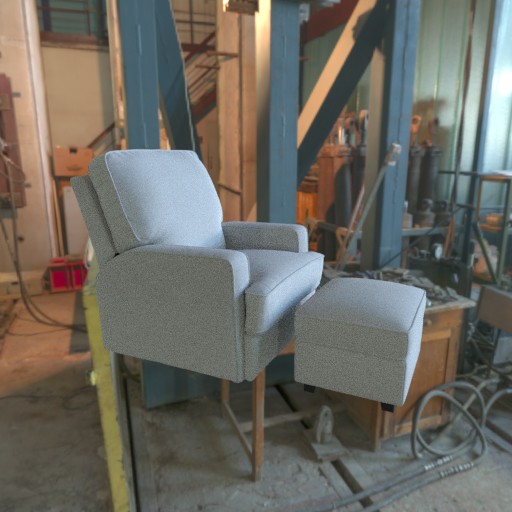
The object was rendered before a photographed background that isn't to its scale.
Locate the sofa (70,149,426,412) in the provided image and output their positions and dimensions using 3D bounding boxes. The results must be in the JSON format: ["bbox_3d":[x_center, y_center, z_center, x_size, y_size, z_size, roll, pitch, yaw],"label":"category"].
[{"bbox_3d":[0.000,0.000,2.050,1.472,0.959,0.861,7,15,25],"label":"sofa"}]
